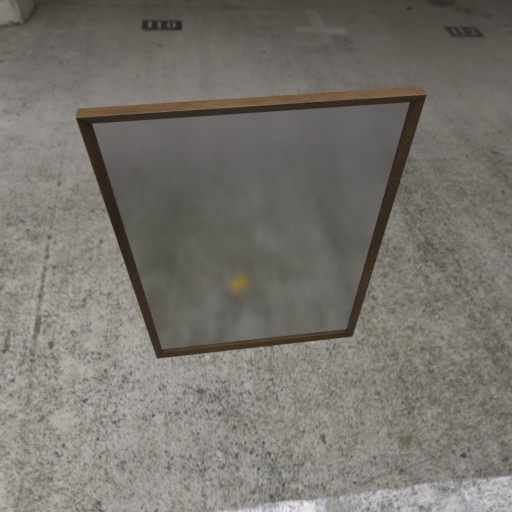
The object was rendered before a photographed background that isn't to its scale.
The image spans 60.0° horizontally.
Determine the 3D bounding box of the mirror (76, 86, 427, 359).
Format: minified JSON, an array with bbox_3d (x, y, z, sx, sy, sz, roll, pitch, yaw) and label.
[{"bbox_3d":[0.000,0.000,1.346,0.762,1.016,0.041,-5,48,-5],"label":"mirror"}]
